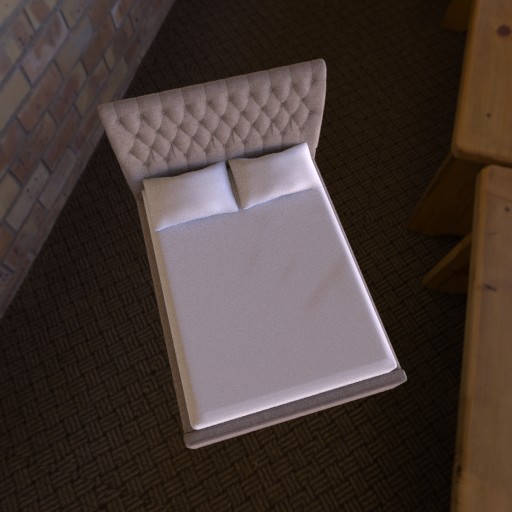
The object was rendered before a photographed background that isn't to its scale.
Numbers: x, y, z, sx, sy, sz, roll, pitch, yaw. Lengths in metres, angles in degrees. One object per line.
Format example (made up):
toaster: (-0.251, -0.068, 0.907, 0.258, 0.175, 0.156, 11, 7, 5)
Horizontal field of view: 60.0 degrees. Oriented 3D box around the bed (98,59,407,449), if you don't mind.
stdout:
bed: (0.000, 0.000, 3.302, 1.645, 1.371, 2.252, -14, 66, -7)
